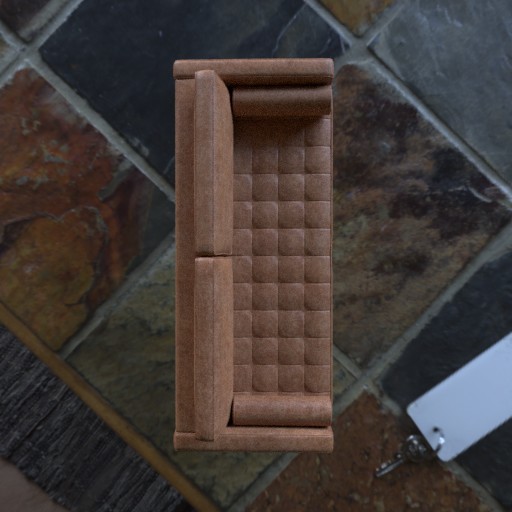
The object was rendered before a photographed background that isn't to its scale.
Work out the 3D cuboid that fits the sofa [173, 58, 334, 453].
[{"bbox_3d":[0.000,0.000,2.641,0.919,0.770,2.200,0,90,2],"label":"sofa"}]
